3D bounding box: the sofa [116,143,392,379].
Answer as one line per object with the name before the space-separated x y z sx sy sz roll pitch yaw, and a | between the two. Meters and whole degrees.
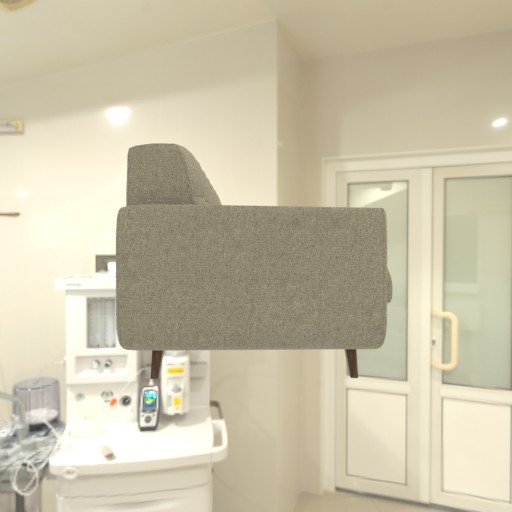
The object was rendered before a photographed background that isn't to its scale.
sofa | 0.000 0.000 2.495 0.968 0.873 2.055 0 1 -1
